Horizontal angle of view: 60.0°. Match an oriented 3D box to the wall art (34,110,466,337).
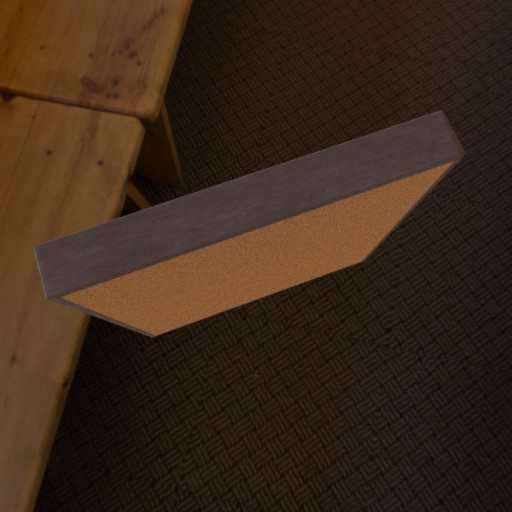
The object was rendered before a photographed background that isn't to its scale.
[{"bbox_3d":[0.000,0.000,0.450,0.303,0.302,0.038,-19,76,-5],"label":"wall art"}]
